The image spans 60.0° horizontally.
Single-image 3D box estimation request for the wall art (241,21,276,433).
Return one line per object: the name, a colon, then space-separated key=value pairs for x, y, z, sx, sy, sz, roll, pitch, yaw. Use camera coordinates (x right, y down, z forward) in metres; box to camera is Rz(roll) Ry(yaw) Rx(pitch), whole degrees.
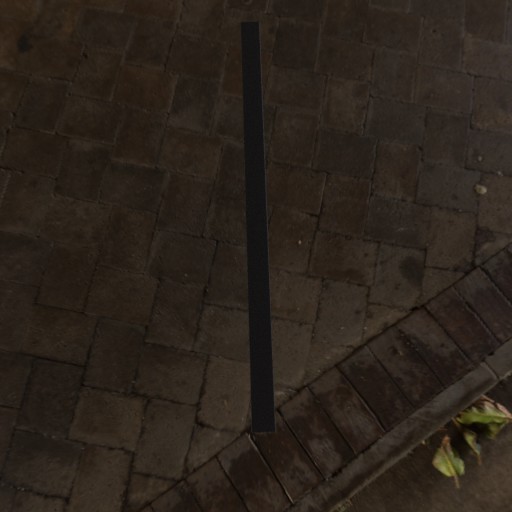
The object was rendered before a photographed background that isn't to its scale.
wall art: x=0.000 y=0.000 z=1.149 sx=0.037 sy=0.760 sz=0.762 roll=-2 pitch=75 yaw=0
